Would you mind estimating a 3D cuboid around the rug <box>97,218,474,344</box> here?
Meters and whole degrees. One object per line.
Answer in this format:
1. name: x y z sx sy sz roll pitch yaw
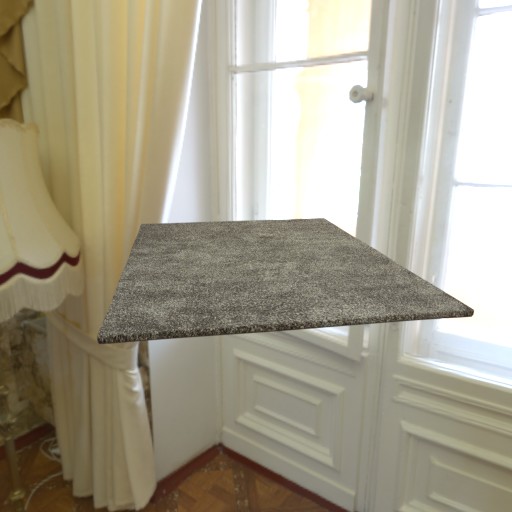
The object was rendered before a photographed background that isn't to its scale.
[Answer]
1. rug: 0.000 0.000 2.127 1.198 0.025 1.601 -3 16 -9
